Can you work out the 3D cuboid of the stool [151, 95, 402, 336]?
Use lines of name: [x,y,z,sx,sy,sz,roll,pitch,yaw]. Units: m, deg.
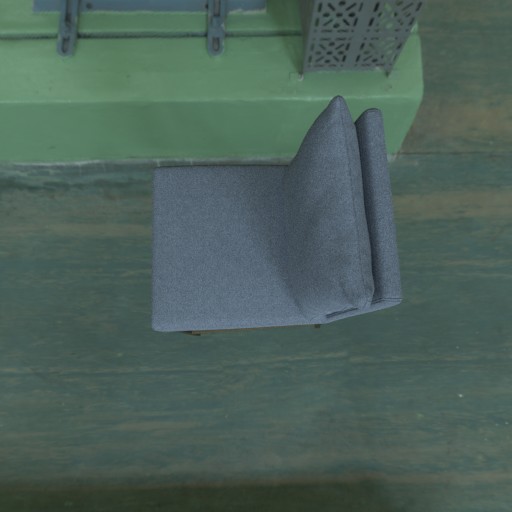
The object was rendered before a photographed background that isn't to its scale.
stool: [0.000,0.000,1.400,0.569,1.130,0.463,-2,78,0]
